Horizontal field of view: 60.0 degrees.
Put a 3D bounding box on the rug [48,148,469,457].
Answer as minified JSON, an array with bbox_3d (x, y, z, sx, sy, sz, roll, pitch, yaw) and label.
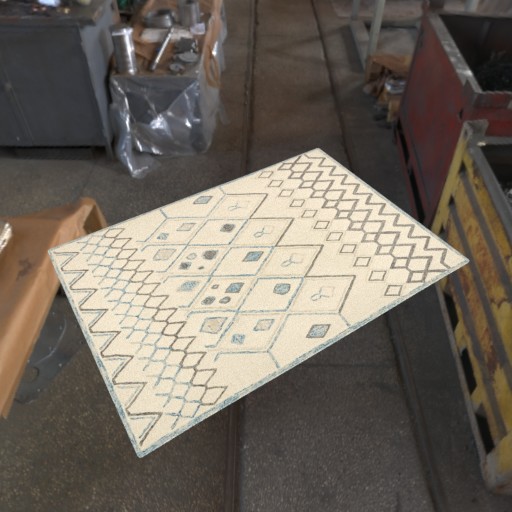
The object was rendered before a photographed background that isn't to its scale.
[{"bbox_3d":[0.000,0.000,2.317,1.820,0.009,1.260,-25,51,-22],"label":"rug"}]
